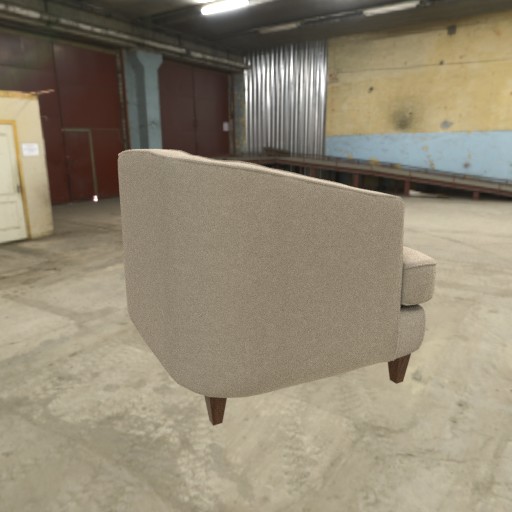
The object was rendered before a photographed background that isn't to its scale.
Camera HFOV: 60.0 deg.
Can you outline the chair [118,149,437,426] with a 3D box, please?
[{"bbox_3d":[0.000,0.000,1.816,0.941,0.852,1.104,-7,15,-27],"label":"chair"}]
